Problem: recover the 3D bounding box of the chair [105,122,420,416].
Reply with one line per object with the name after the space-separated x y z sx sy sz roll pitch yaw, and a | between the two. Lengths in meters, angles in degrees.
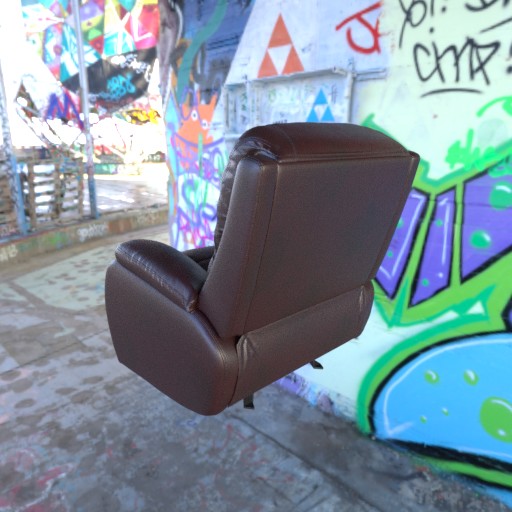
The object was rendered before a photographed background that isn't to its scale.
0.000 0.000 1.774 0.930 1.011 0.899 -14 20 -43 | chair
